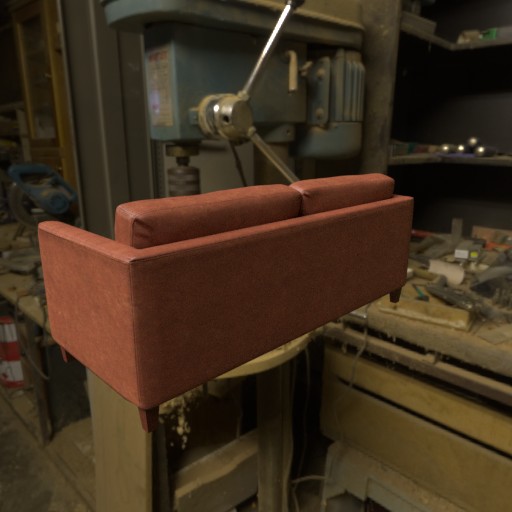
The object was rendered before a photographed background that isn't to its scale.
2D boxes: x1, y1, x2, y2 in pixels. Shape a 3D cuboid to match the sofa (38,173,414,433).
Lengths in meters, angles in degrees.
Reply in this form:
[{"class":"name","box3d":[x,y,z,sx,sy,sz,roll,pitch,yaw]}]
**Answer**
[{"class":"sofa","box3d":[0.000,0.000,2.711,2.204,0.932,0.950,-15,22,-43]}]
